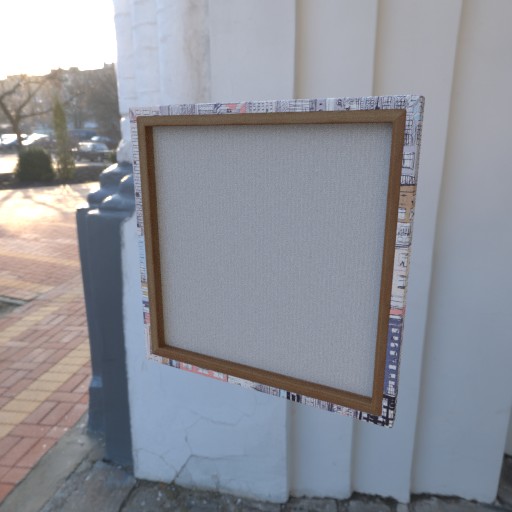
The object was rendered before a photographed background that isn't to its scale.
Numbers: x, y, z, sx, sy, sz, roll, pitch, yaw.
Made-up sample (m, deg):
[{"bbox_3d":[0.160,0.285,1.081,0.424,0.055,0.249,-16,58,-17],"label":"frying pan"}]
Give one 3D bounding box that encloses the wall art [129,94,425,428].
[{"bbox_3d":[0.000,0.000,1.158,0.761,0.762,0.048,8,17,26],"label":"wall art"}]
